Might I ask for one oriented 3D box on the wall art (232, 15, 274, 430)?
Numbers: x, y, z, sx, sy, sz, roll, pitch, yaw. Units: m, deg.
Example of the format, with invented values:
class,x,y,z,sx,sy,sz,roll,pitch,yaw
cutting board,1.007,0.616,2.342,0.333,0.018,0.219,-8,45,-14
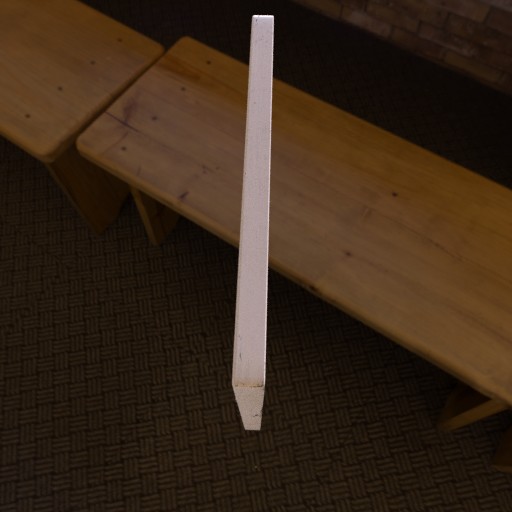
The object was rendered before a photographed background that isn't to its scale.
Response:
class,x,y,z,sx,sy,sz,roll,pitch,yaw
wall art,0.000,0.000,0.890,0.040,0.611,0.610,2,65,1
